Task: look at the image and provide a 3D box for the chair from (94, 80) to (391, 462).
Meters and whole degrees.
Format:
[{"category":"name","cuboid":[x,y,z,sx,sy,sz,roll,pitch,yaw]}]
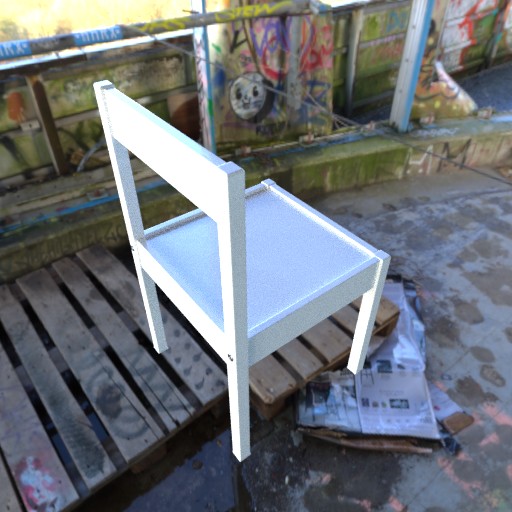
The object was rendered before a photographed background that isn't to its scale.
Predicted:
[{"category":"chair","cuboid":[0.000,0.000,0.680,0.285,0.505,0.285,-27,47,-28]}]
